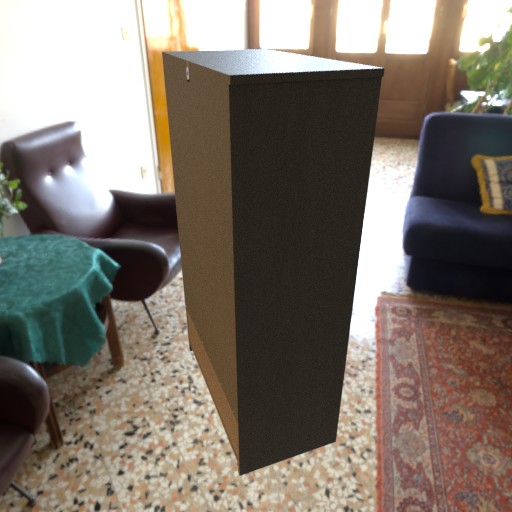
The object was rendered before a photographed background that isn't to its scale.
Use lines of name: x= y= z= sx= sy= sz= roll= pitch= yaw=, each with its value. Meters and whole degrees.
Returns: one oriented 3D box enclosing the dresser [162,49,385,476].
dresser: x=0.000 y=0.000 z=1.535 sx=0.399 sy=1.255 sz=0.704 roll=-11 pitch=30 yaw=-19
